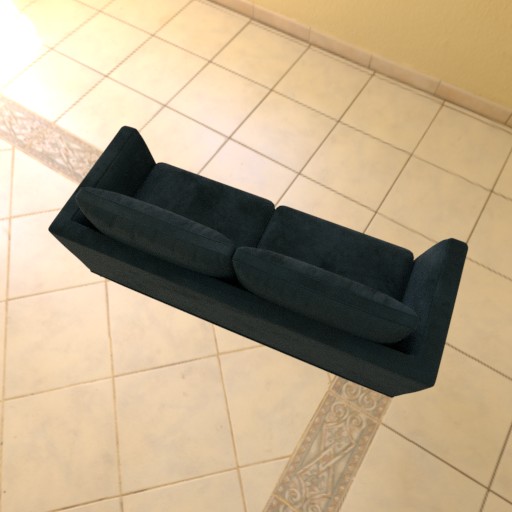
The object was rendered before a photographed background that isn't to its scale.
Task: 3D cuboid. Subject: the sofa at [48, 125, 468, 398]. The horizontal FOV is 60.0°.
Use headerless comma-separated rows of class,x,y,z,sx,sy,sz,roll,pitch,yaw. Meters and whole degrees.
sofa,0.000,0.000,2.688,2.212,0.998,0.853,21,65,10
